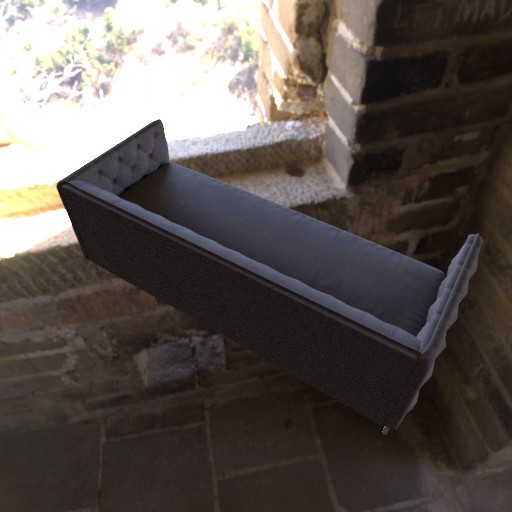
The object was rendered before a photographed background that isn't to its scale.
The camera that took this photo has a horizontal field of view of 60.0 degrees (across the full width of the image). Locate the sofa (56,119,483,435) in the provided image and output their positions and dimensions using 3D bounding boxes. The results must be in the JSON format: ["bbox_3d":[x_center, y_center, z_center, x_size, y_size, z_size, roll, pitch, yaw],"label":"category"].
[{"bbox_3d":[0.000,0.000,2.626,2.209,0.771,0.895,25,51,22],"label":"sofa"}]
